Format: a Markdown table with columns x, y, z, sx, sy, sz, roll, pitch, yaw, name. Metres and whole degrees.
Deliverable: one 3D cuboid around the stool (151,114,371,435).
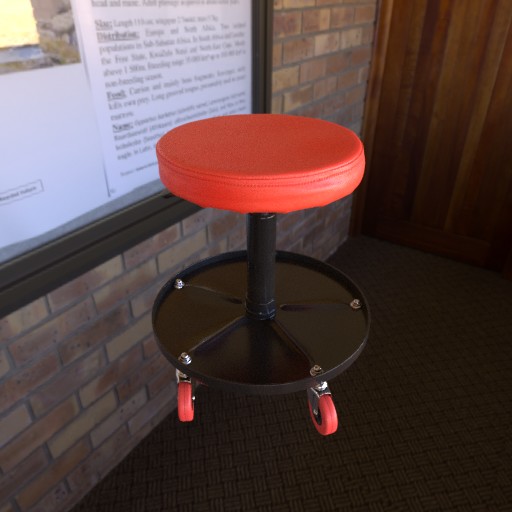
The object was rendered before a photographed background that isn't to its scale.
| x | y | z | sx | sy | sz | roll | pitch | yaw | name |
| --- | --- | --- | --- | --- | --- | --- | --- | --- | --- |
| 0.000 | 0.000 | 0.676 | 0.382 | 0.365 | 0.381 | 1 | 31 | 2 | stool |
